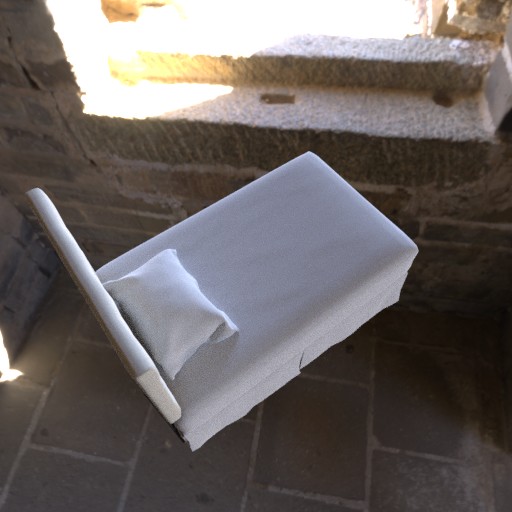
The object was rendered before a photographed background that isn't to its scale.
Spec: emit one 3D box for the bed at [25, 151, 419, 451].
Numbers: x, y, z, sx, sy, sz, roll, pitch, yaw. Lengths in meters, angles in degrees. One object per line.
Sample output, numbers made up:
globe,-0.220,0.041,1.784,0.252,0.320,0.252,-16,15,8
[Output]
bed,0.000,0.000,2.869,1.997,1.571,1.261,-32,63,-18
